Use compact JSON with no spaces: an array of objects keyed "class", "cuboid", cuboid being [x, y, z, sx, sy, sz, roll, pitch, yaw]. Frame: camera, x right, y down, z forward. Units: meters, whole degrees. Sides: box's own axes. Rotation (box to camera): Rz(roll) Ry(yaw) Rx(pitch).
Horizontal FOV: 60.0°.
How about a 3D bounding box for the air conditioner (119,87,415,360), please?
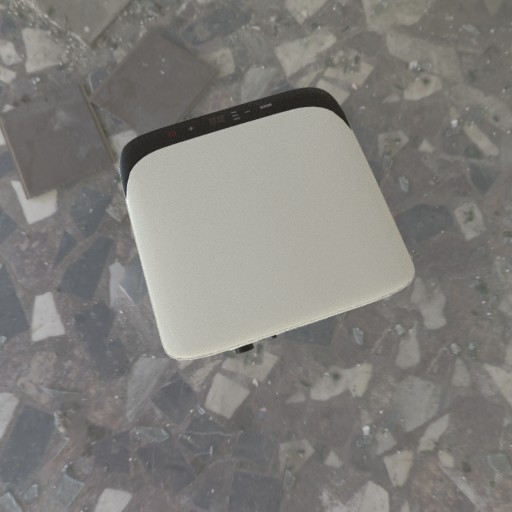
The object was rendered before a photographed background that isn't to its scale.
[{"class":"air conditioner","cuboid":[0.000,0.000,0.952,0.352,0.716,0.369,-18,78,-4]}]
